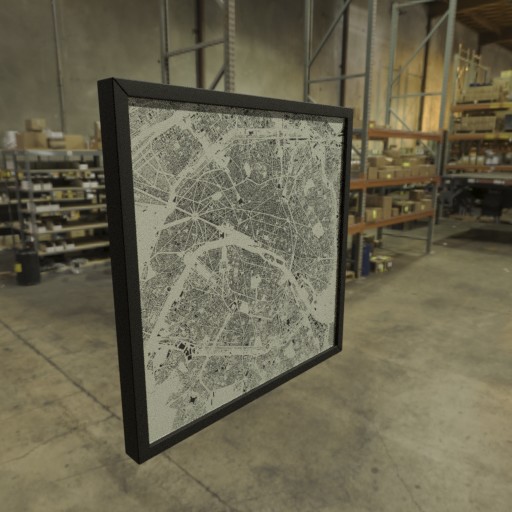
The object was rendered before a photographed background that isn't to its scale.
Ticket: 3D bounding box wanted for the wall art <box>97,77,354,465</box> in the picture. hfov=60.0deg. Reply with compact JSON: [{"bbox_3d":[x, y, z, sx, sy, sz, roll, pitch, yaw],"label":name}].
[{"bbox_3d":[0.000,0.000,0.749,0.037,0.508,0.508,12,18,42],"label":"wall art"}]
